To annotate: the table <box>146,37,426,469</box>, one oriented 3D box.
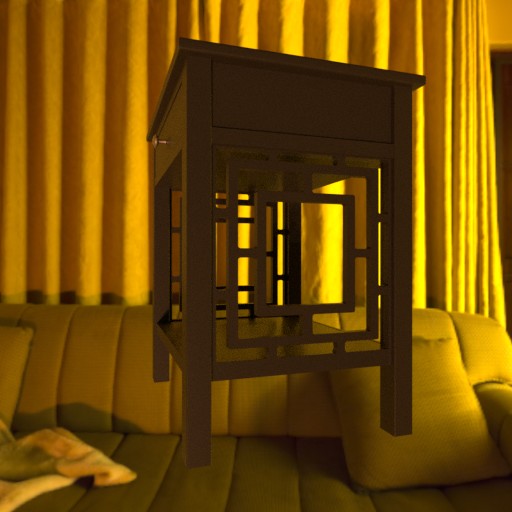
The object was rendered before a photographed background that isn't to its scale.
[{"bbox_3d":[0.000,0.000,0.985,0.451,0.646,0.564,0,0,-19],"label":"table"}]
